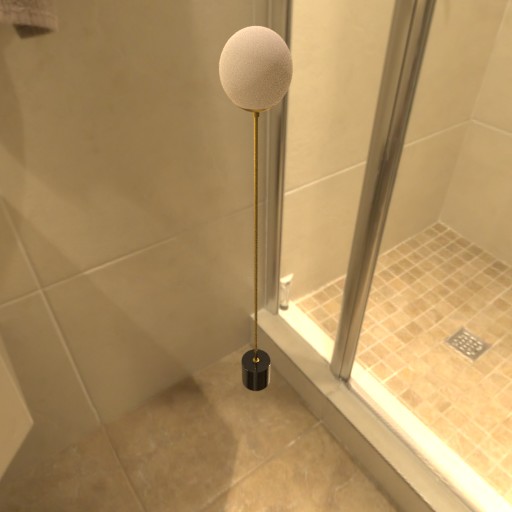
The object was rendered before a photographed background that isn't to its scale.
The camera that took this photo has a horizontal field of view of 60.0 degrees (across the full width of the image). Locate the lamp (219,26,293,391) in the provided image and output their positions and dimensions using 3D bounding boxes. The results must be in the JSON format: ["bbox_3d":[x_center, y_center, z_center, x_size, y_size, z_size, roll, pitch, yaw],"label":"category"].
[{"bbox_3d":[0.000,0.000,1.859,0.229,1.748,0.229,11,41,13],"label":"lamp"}]
